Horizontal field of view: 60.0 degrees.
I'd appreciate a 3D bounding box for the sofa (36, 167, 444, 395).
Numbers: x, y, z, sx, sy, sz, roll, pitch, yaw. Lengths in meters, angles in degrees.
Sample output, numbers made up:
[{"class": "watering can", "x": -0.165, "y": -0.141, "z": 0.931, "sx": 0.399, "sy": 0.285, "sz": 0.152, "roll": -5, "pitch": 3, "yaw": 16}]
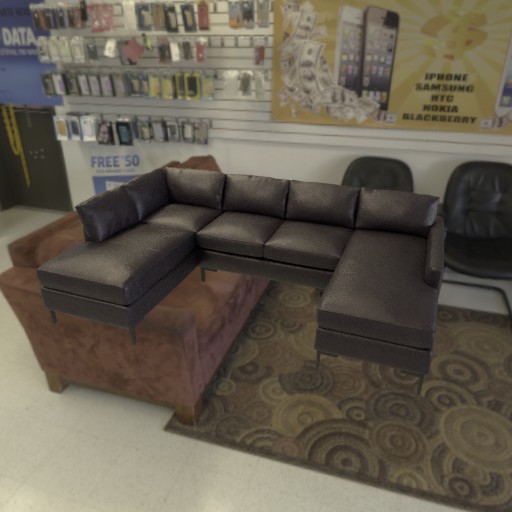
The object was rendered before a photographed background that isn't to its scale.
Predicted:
[{"class": "sofa", "x": 0.000, "y": 0.000, "z": 3.788, "sx": 2.956, "sy": 0.900, "sz": 1.939, "roll": 10, "pitch": 28, "yaw": 19}]
